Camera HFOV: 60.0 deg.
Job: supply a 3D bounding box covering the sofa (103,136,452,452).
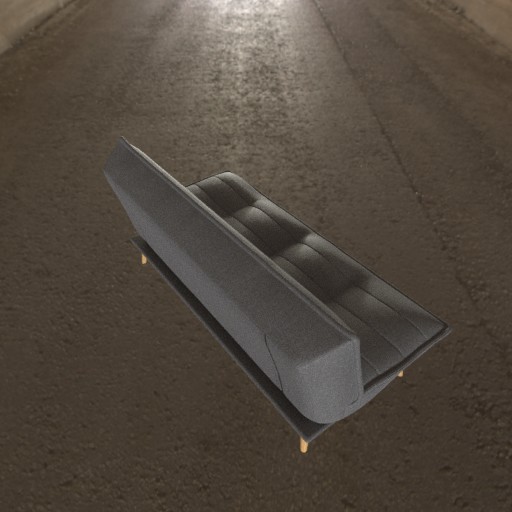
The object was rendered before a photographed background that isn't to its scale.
[{"bbox_3d":[0.000,0.000,2.487,0.950,0.890,1.940,-26,47,-27],"label":"sofa"}]
